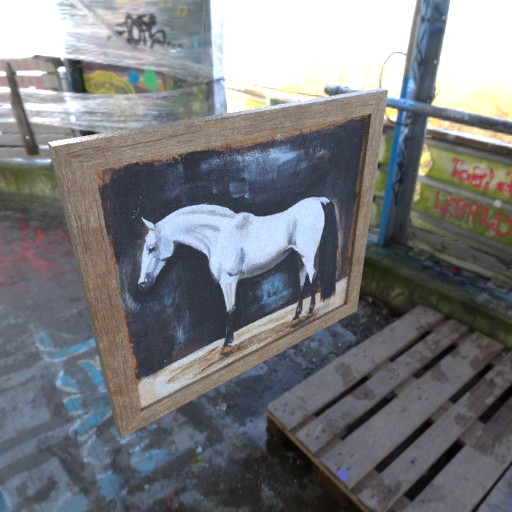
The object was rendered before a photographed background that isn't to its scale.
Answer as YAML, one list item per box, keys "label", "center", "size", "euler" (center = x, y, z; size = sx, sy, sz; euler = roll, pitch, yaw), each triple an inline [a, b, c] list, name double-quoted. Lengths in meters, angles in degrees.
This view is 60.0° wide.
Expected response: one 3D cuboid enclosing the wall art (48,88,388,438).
- label: "wall art"
  center: [0.000, 0.000, 0.920]
  size: [0.690, 0.588, 0.026]
  euler: [-21, 36, -31]
